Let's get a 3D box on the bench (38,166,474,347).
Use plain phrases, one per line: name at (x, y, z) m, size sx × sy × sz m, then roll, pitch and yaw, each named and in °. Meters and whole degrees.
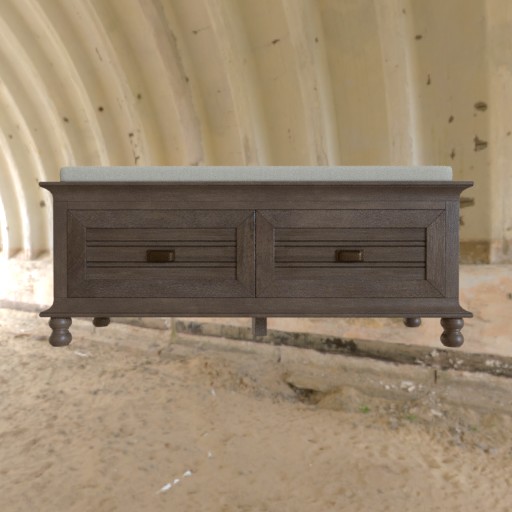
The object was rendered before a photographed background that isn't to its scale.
bench at (0.000, 0.000, 1.407) m, size 1.185 × 0.501 × 0.402 m, roll 0°, pitch 1°, yaw 0°
